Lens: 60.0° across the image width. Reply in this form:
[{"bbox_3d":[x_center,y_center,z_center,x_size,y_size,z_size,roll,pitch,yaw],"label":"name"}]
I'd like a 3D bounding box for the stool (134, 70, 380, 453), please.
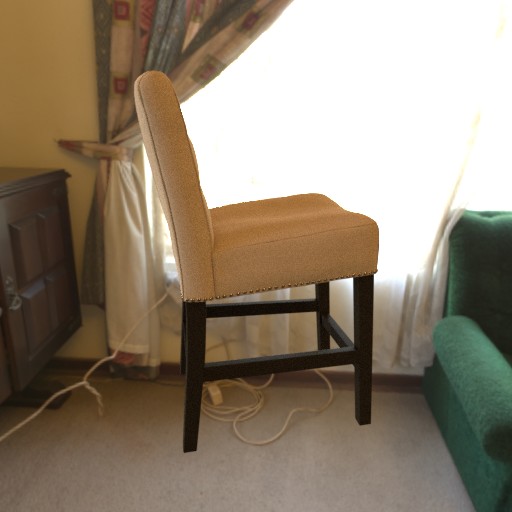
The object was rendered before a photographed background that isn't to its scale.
[{"bbox_3d":[0.000,0.000,1.193,0.571,0.885,0.427,-3,18,-10],"label":"stool"}]
